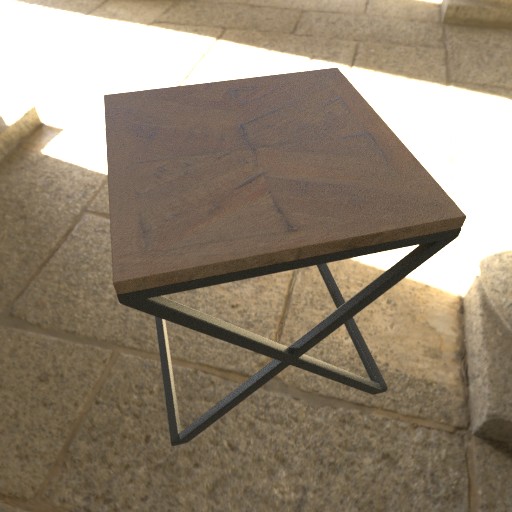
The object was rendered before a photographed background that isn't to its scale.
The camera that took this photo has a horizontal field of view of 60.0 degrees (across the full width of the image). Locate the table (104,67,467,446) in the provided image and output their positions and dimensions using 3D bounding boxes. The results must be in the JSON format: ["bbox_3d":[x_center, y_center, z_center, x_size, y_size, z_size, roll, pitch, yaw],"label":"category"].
[{"bbox_3d":[0.000,0.000,0.951,0.498,0.550,0.499,-11,48,-10],"label":"table"}]
